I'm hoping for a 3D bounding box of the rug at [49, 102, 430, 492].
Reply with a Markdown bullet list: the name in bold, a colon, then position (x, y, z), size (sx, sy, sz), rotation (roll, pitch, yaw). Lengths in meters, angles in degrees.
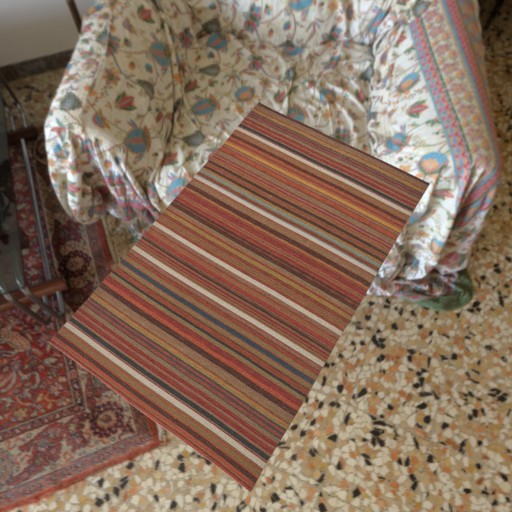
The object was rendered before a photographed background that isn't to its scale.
- **rug**: position (0.000, 0.000, 3.048), size (1.523, 0.008, 2.438), rotation (30, 67, 14)
